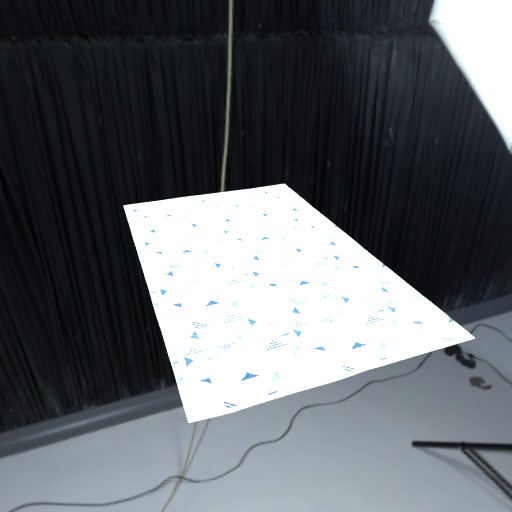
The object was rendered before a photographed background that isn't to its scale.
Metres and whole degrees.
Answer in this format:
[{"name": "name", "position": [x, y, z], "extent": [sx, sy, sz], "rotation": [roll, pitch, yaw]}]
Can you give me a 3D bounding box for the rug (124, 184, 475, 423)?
[{"name": "rug", "position": [0.000, 0.000, 3.055], "extent": [1.512, 0.009, 2.457], "rotation": [-11, 31, -18]}]
